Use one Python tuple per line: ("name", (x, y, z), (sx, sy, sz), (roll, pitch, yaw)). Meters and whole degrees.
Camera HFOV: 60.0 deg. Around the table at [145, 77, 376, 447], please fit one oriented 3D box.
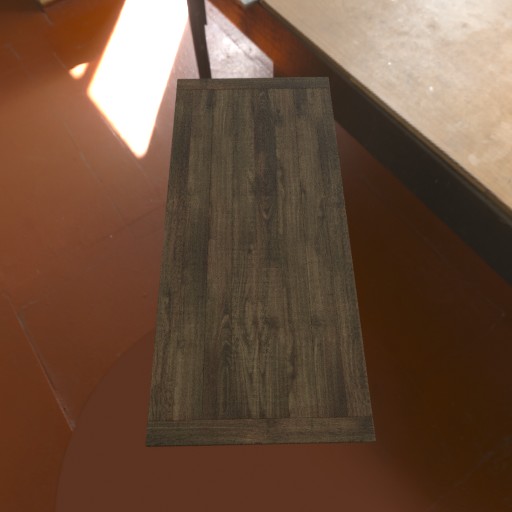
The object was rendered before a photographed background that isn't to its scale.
("table", (0.000, 0.000, 2.530), (0.907, 0.733, 2.031), (-1, 63, 0))
